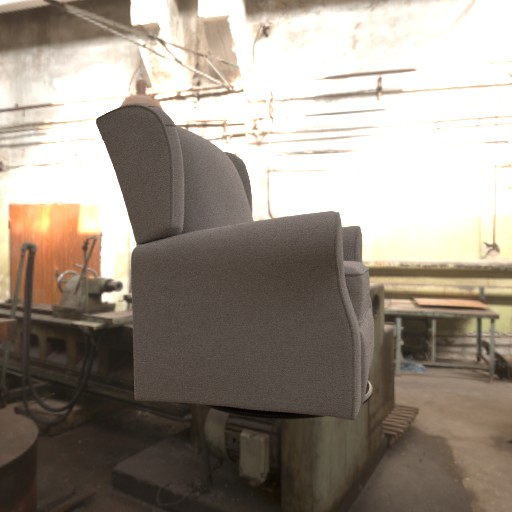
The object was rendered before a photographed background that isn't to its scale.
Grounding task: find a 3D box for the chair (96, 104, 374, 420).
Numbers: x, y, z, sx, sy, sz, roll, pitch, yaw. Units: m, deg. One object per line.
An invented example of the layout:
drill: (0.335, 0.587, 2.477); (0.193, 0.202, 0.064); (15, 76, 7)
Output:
chair: (0.000, 0.000, 1.668); (0.854, 0.966, 0.906); (0, 1, 17)
